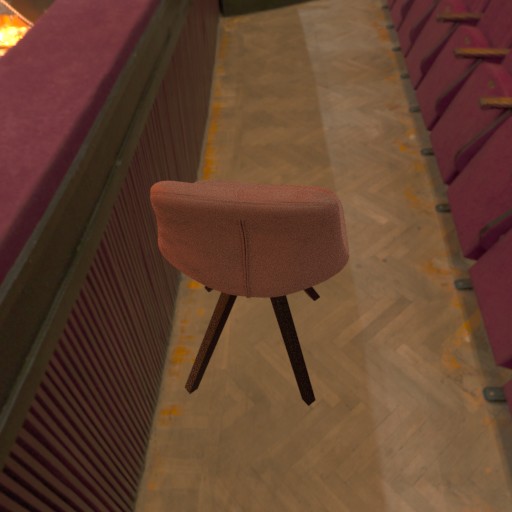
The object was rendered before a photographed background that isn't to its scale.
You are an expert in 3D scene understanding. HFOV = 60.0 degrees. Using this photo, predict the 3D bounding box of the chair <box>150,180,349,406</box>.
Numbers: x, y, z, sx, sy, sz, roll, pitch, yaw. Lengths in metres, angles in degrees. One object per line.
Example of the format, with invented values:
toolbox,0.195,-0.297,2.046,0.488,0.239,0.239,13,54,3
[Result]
chair,0.000,0.000,1.223,0.483,0.865,0.547,4,47,4
